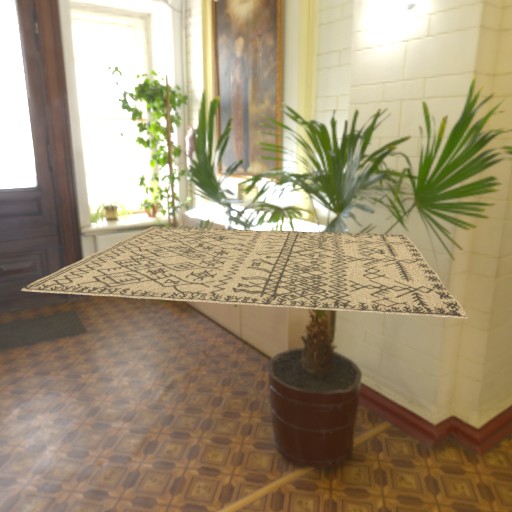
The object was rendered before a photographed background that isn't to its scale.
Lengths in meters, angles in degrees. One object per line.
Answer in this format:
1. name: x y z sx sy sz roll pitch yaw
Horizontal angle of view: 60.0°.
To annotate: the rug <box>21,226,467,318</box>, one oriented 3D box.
1. rug: 0.000 0.000 3.292 2.455 0.025 1.964 3 15 9
